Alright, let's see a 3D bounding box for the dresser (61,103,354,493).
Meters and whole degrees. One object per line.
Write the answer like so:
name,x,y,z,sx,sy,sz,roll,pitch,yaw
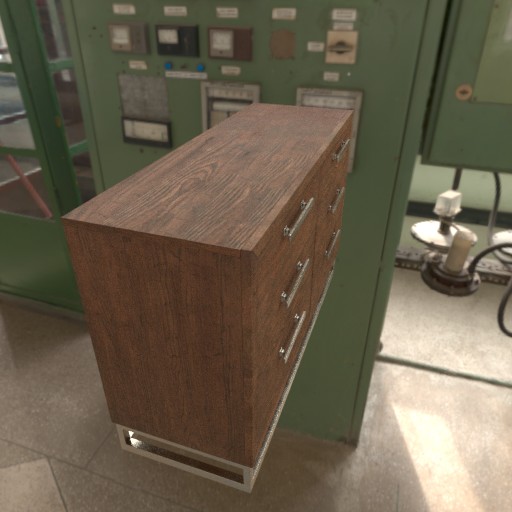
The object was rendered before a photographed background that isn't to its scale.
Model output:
dresser,0.000,0.000,2.132,0.623,1.061,1.646,10,32,17
